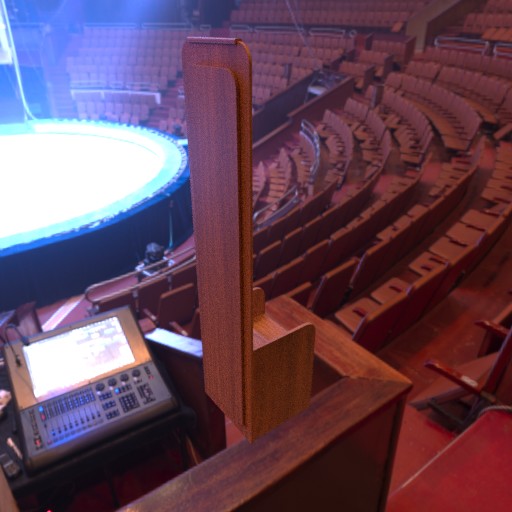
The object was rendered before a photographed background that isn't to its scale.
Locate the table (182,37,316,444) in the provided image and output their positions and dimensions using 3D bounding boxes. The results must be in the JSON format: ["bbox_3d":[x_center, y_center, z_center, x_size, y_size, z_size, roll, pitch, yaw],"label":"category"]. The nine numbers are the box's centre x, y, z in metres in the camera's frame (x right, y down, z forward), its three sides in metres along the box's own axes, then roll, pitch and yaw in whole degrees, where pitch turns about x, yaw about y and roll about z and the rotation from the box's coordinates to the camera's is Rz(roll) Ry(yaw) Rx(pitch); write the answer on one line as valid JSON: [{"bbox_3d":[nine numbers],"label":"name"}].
[{"bbox_3d":[0.000,0.000,2.065,0.420,1.830,0.450,-19,33,-32],"label":"table"}]
